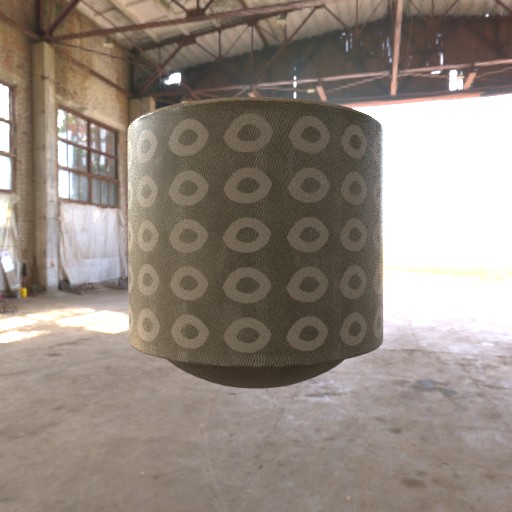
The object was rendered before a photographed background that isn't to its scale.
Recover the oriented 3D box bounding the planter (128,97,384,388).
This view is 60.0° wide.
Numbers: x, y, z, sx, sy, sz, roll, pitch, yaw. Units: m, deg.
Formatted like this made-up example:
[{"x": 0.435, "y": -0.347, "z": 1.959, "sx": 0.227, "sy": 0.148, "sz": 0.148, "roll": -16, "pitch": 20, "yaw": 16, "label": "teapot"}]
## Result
[{"x": 0.000, "y": 0.000, "z": 0.452, "sx": 0.250, "sy": 0.239, "sz": 0.250, "roll": 0, "pitch": 1, "yaw": 0, "label": "planter"}]
